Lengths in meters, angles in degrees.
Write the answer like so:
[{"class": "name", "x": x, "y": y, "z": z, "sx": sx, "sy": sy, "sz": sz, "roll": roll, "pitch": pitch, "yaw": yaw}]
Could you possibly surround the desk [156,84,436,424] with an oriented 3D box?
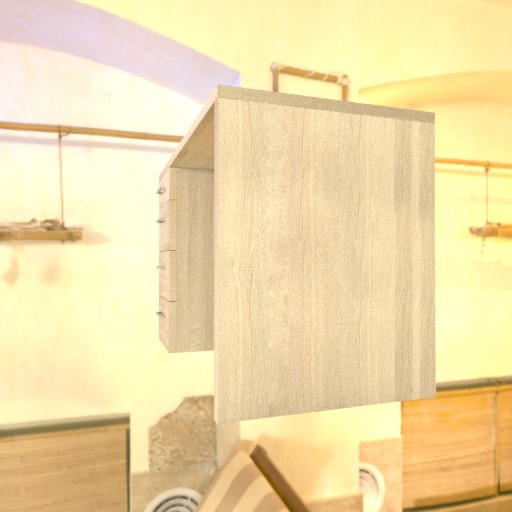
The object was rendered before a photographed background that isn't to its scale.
[{"class": "desk", "x": 0.000, "y": 0.000, "z": 1.562, "sx": 0.600, "sy": 0.731, "sz": 1.100, "roll": 0, "pitch": -1, "yaw": -19}]
